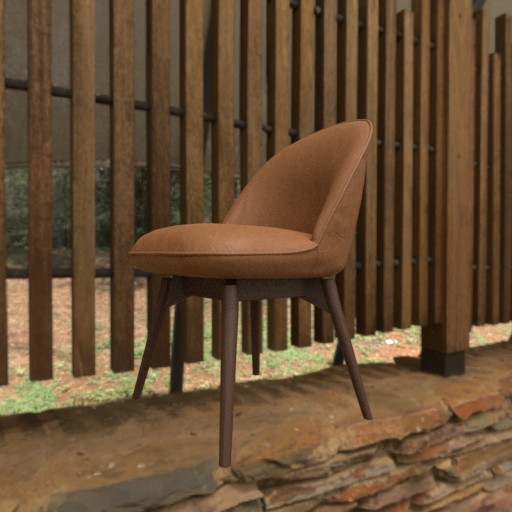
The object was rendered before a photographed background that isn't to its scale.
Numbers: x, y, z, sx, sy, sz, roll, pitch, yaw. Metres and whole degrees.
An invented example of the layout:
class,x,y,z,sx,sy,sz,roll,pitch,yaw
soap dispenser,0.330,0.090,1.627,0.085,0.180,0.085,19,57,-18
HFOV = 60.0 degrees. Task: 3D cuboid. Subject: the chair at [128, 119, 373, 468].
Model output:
class,x,y,z,sx,sy,sz,roll,pitch,yaw
chair,0.000,0.000,1.234,0.631,0.831,0.521,0,1,-35
